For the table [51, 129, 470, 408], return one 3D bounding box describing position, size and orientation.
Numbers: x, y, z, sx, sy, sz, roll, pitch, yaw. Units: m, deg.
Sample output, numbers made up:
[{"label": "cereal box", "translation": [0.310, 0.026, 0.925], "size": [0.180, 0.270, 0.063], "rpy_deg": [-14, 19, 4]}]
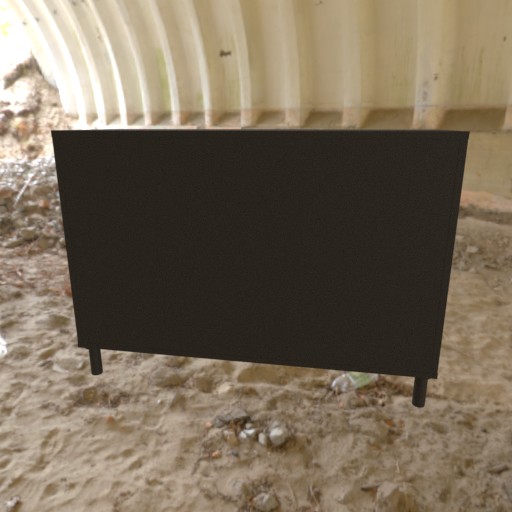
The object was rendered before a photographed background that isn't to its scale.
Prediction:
[{"label": "table", "translation": [0.000, 0.000, 1.563], "size": [1.200, 0.855, 0.400], "rpy_deg": [3, 17, 9]}]
